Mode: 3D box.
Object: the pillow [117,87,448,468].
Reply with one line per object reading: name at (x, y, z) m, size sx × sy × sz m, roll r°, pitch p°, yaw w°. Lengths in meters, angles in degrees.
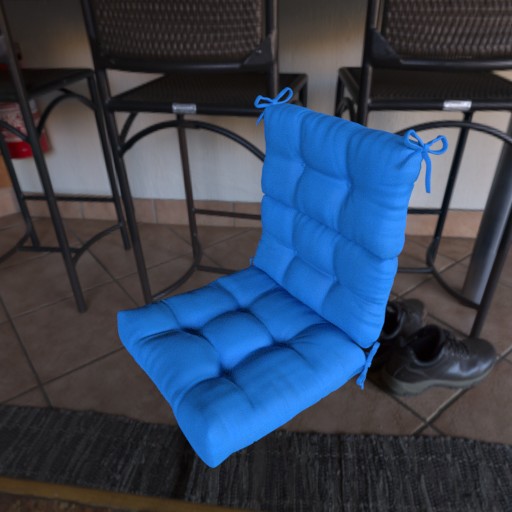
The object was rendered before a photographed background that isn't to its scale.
pillow at (0.000, 0.000, 1.009) m, size 0.571 × 0.605 × 0.519 m, roll -21°, pitch 37°, yaw -30°
